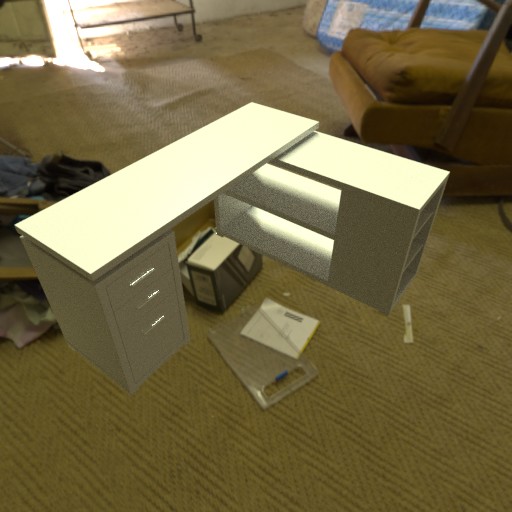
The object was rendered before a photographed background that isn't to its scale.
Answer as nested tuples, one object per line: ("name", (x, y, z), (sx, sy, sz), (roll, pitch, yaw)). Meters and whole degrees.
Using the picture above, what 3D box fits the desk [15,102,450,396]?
("desk", (0.000, 0.000, 2.152), (1.200, 0.753, 1.524), (26, 47, 27))
